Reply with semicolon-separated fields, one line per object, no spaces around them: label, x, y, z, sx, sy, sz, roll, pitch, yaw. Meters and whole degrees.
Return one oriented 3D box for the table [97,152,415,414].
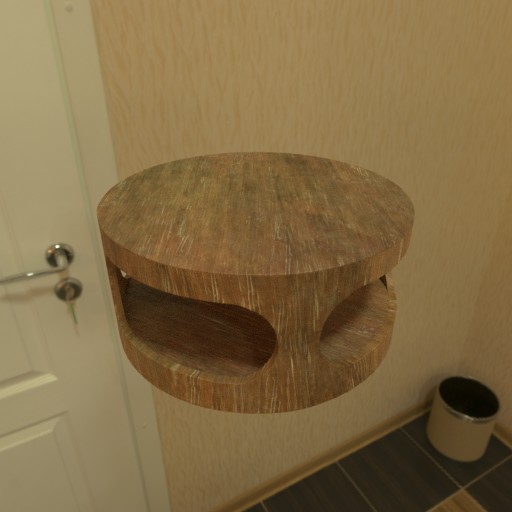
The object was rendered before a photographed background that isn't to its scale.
table;0.000;0.000;1.533;0.974;0.450;0.974;0;29;0
